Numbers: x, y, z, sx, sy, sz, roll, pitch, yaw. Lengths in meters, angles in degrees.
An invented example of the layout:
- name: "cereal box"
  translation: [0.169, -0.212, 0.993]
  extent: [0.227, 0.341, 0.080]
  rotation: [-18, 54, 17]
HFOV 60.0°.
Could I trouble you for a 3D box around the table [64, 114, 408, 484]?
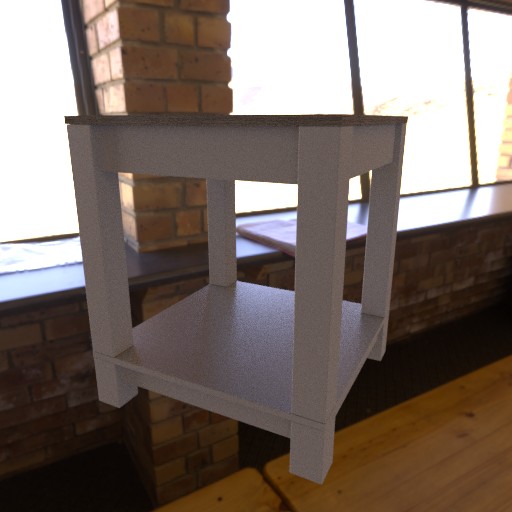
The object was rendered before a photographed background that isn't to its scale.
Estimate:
- name: "table"
  translation: [0.000, 0.000, 0.974]
  extent: [0.506, 0.587, 0.504]
  rotation: [9, 19, 26]
